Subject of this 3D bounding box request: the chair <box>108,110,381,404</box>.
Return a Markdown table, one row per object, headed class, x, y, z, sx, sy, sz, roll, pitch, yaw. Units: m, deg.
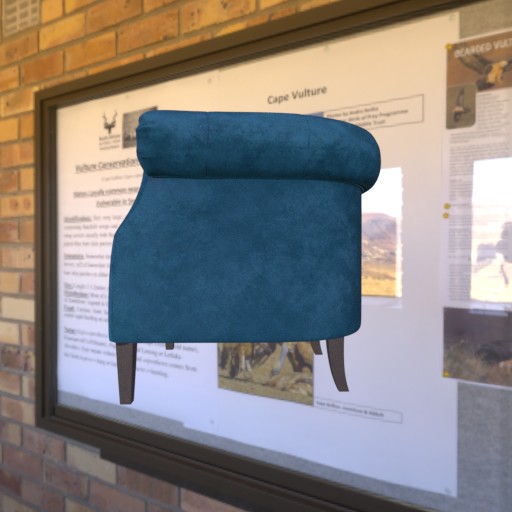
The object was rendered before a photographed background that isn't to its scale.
| class | x | y | z | sx | sy | sz | roll | pitch | yaw |
| --- | --- | --- | --- | --- | --- | --- | --- | --- | --- |
| chair | 0.000 | 0.000 | 1.606 | 0.851 | 0.826 | 0.904 | 0 | 1 | -1 |
